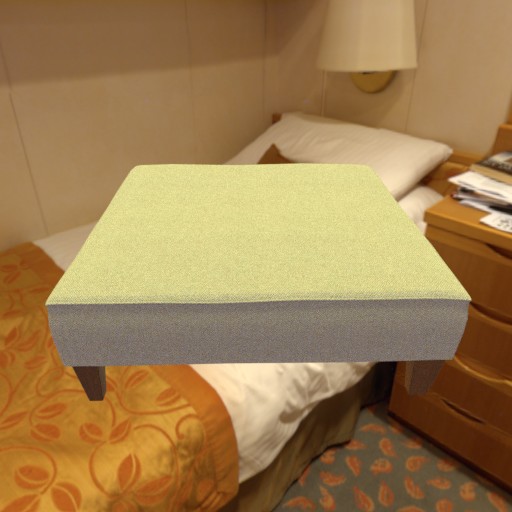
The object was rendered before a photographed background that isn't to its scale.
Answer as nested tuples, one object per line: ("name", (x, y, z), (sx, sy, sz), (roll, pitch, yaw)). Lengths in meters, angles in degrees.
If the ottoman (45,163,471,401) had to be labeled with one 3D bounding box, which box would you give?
("ottoman", (0.000, 0.000, 1.513), (1.004, 0.379, 0.968), (-1, 30, -1))
